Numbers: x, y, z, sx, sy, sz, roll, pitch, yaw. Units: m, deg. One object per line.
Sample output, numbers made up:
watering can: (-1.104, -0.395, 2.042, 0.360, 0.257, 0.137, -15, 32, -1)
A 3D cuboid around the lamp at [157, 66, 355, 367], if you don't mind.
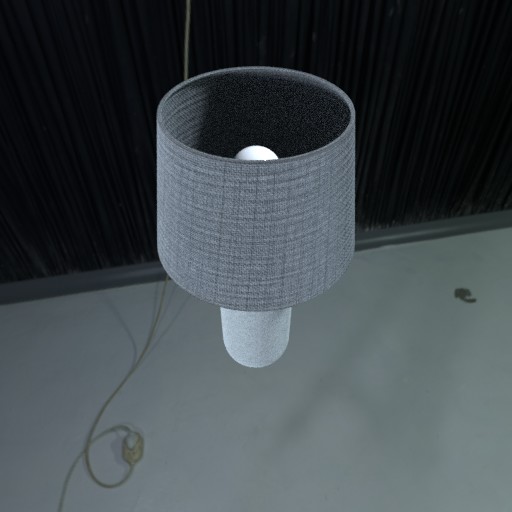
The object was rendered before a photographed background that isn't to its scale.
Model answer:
lamp: (0.000, 0.000, 0.600, 0.251, 0.429, 0.251, 0, 45, 0)
